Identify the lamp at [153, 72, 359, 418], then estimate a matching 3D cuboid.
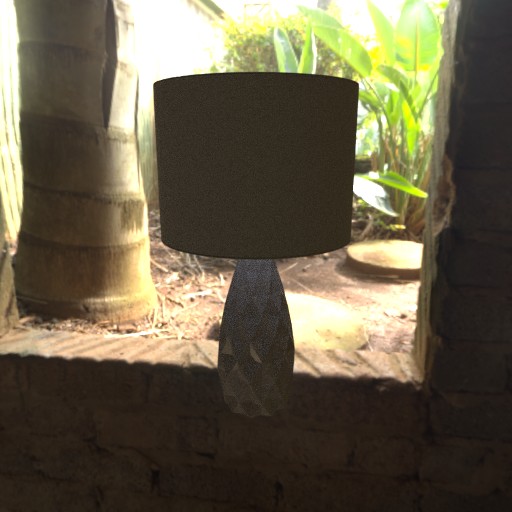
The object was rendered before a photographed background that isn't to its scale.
[{"bbox_3d":[0.000,0.000,0.716,0.297,0.522,0.297,0,15,0],"label":"lamp"}]
